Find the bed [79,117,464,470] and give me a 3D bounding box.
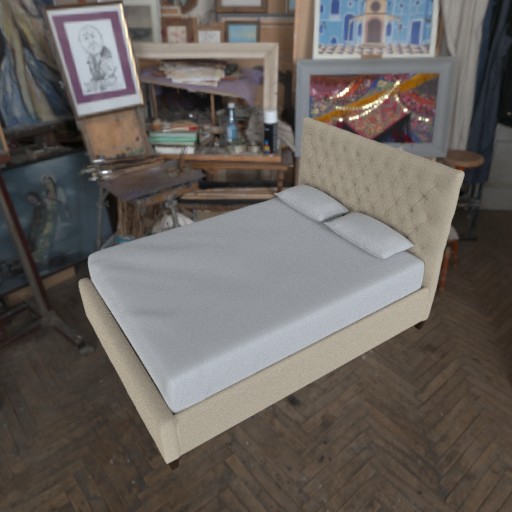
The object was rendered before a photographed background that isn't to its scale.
[{"bbox_3d":[0.000,0.000,3.435,2.387,1.427,1.698,-20,37,-28],"label":"bed"}]
